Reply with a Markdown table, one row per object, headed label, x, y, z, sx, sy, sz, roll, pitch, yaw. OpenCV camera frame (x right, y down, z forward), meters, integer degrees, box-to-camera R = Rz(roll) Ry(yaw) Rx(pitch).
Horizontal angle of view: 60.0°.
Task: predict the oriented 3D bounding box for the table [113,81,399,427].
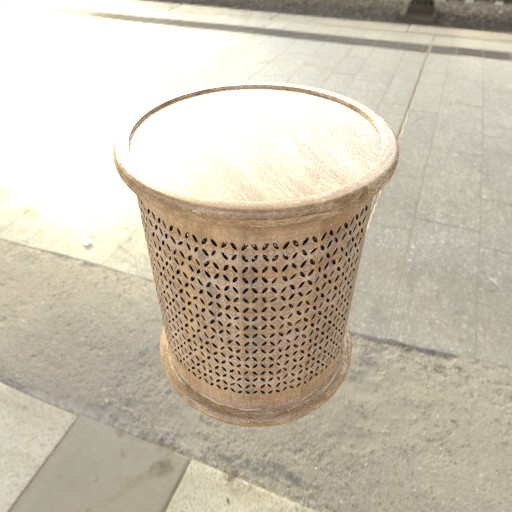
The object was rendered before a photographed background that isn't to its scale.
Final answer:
| label | x | y | z | sx | sy | sz | roll | pitch | yaw |
| --- | --- | --- | --- | --- | --- | --- | --- | --- | --- |
| table | 0.000 | 0.000 | 0.800 | 0.407 | 0.482 | 0.407 | 0 | 41 | 0 |
